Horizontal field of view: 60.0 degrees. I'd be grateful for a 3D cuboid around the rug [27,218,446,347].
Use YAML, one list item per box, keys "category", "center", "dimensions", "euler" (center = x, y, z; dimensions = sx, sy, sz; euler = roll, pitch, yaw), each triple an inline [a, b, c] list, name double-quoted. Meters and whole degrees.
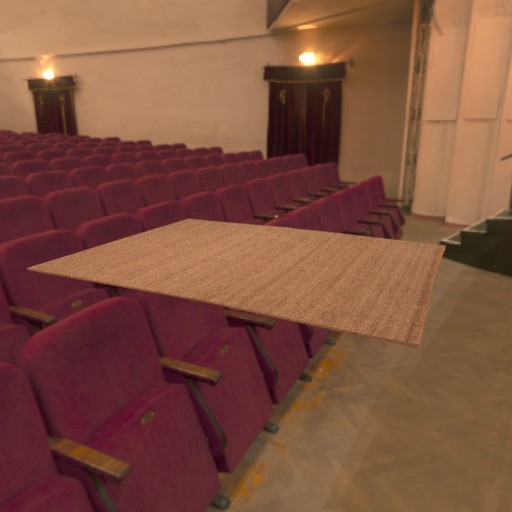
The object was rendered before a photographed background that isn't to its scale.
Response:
- category: "rug"
  center: [0.000, 0.000, 4.930]
  dimensions: [3.778, 0.053, 2.873]
  euler: [8, 18, 25]
